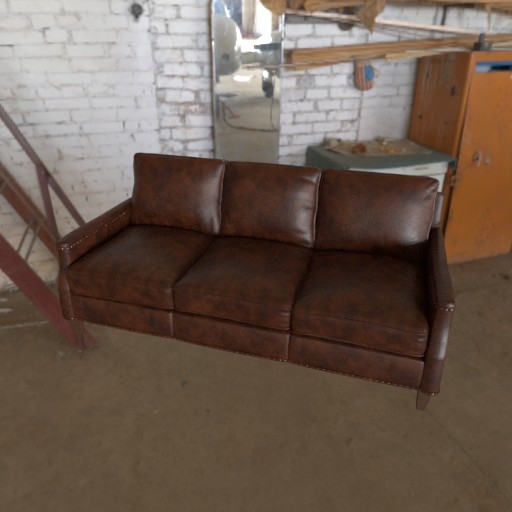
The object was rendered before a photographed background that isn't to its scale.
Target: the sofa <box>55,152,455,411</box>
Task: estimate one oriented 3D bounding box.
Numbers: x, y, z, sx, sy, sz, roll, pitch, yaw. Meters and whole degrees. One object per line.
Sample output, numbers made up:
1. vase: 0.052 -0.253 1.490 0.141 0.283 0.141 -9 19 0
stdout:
1. sofa: 0.000 0.000 2.777 2.240 1.003 1.084 8 28 15
